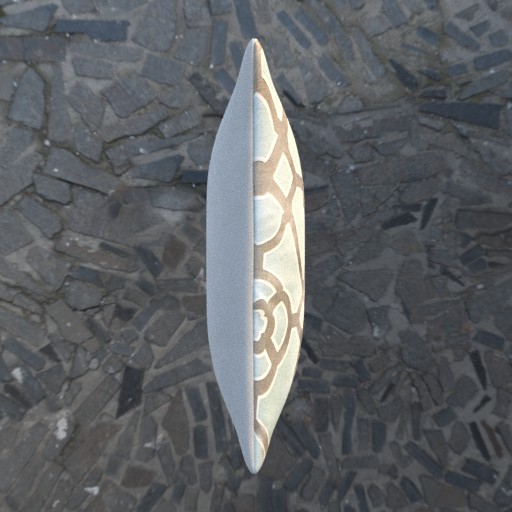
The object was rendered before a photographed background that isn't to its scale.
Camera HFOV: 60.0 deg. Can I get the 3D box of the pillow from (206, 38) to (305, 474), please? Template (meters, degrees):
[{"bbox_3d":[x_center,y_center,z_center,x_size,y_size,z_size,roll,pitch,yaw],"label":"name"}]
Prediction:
[{"bbox_3d":[0.000,0.000,0.809,0.166,0.508,0.552,0,91,-1],"label":"pillow"}]
